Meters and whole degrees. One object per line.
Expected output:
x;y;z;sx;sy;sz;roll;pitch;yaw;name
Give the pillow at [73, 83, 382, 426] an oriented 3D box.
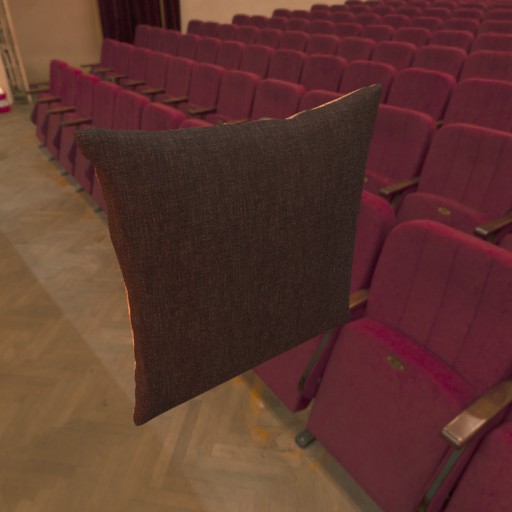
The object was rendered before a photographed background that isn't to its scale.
0.000;0.000;0.756;0.510;0.510;0.145;-20;37;-29;pillow
